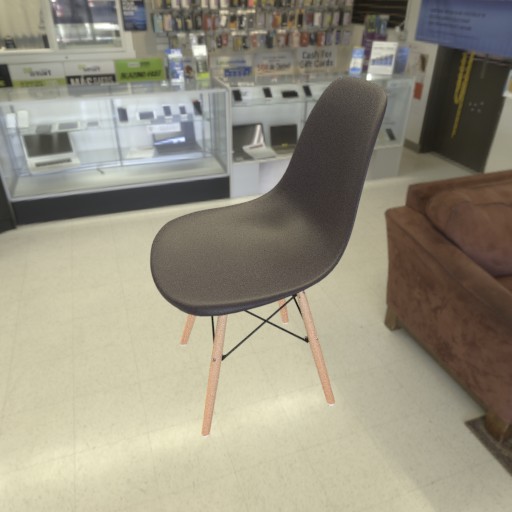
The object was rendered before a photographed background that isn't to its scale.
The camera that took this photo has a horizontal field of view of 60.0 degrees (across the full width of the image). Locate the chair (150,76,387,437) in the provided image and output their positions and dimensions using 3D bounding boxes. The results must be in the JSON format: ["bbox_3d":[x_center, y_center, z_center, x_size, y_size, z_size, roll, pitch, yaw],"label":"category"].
[{"bbox_3d":[0.000,0.000,1.144,0.533,0.825,0.470,-9,33,-14],"label":"chair"}]
